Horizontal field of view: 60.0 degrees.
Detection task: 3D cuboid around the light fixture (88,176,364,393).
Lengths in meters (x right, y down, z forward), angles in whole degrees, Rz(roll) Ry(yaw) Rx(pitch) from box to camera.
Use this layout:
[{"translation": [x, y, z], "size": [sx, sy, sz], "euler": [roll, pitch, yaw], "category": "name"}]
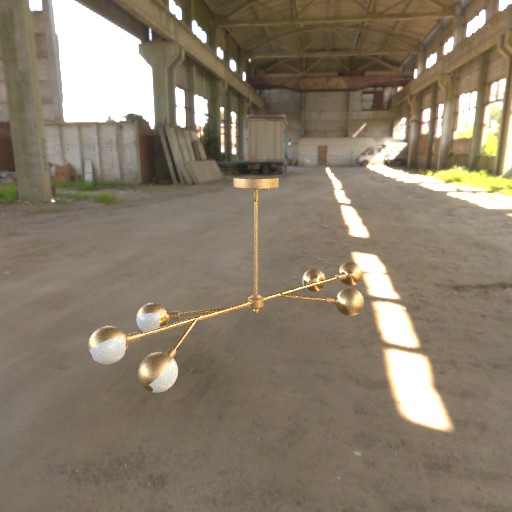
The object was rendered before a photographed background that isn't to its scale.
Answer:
[{"translation": [0.000, 0.000, 1.038], "size": [0.778, 0.362, 0.434], "euler": [-6, 15, -24], "category": "light fixture"}]
